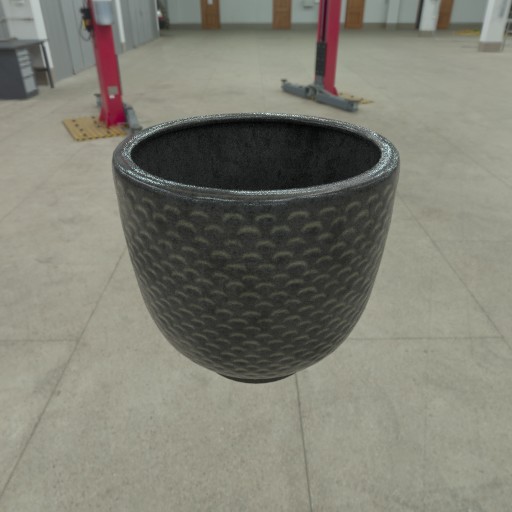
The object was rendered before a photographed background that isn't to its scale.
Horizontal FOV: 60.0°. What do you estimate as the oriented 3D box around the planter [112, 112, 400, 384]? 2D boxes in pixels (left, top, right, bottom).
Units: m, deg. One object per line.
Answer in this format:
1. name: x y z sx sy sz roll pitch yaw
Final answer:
1. planter: 0.000 0.000 0.311 0.172 0.160 0.172 0 30 0
